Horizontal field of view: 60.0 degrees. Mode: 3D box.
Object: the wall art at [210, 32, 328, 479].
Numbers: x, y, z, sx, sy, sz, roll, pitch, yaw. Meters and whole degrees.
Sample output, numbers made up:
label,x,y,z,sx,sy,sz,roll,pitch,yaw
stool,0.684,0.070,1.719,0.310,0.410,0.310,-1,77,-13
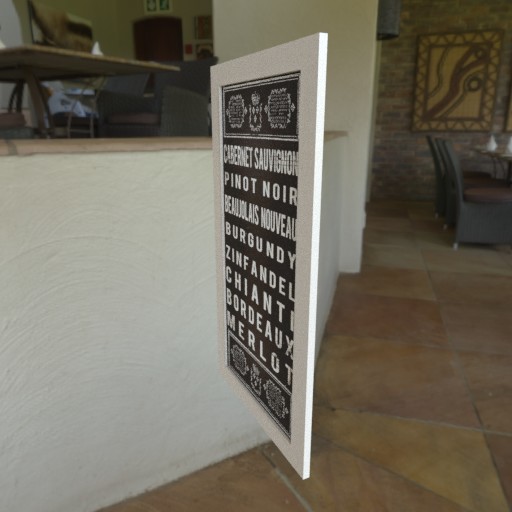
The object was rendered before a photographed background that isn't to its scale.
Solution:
label,x,y,z,sx,sy,sz,roll,pitch,yaw
wall art,0.000,0.000,0.814,0.013,0.683,0.380,-8,18,-25
